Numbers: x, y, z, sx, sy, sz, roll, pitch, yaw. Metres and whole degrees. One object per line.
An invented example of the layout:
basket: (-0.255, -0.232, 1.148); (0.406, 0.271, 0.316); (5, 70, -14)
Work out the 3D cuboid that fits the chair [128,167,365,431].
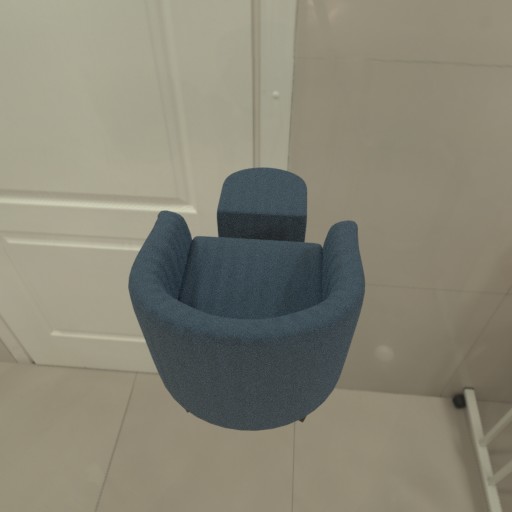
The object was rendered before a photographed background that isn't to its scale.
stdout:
chair: (0.000, 0.000, 1.796); (0.756, 0.757, 1.288); (4, 47, 3)
